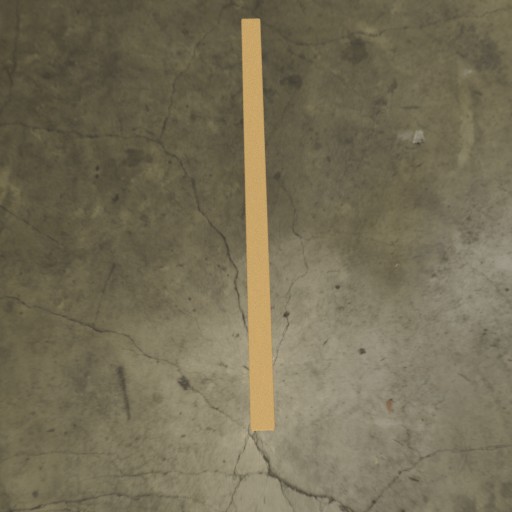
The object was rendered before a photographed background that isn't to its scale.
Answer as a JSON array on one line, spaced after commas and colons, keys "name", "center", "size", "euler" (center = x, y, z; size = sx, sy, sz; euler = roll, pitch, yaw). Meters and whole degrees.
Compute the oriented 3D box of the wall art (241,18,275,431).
[{"name": "wall art", "center": [0.000, 0.000, 1.139], "size": [0.037, 0.761, 0.761], "euler": [-1, 74, 0]}]
